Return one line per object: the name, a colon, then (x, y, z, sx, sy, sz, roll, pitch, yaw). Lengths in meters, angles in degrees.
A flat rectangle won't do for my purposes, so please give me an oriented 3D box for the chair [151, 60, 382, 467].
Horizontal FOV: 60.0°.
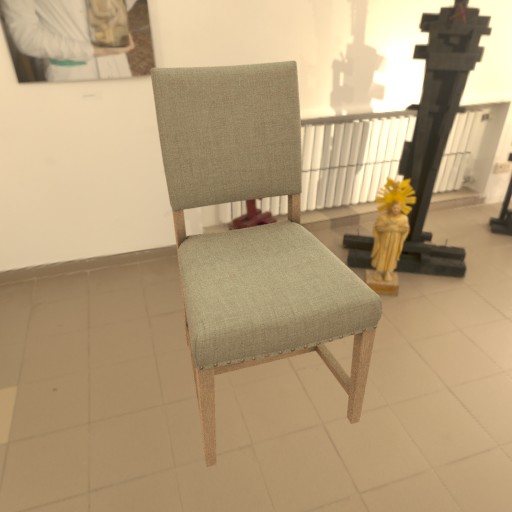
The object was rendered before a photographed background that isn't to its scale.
chair: (0.000, 0.000, 1.324, 0.508, 0.986, 0.622, -10, 33, -15)
